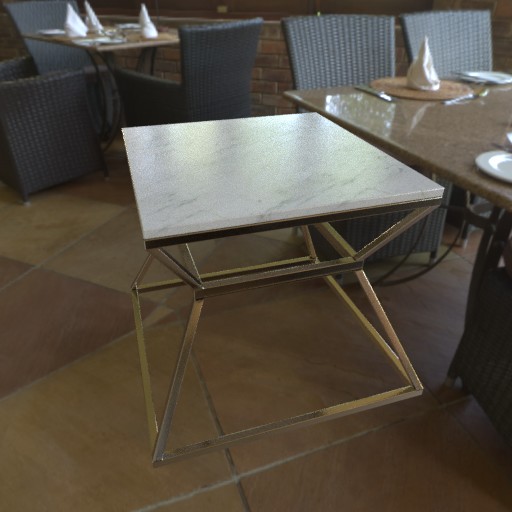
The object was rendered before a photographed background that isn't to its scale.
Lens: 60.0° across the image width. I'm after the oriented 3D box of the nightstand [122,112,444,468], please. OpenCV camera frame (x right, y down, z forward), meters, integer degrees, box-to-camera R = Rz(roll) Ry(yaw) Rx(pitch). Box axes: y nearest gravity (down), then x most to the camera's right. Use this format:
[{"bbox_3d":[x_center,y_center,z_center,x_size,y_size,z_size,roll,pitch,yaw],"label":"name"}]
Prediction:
[{"bbox_3d":[0.000,0.000,0.891,0.514,0.426,0.513,-9,33,-15],"label":"nightstand"}]
